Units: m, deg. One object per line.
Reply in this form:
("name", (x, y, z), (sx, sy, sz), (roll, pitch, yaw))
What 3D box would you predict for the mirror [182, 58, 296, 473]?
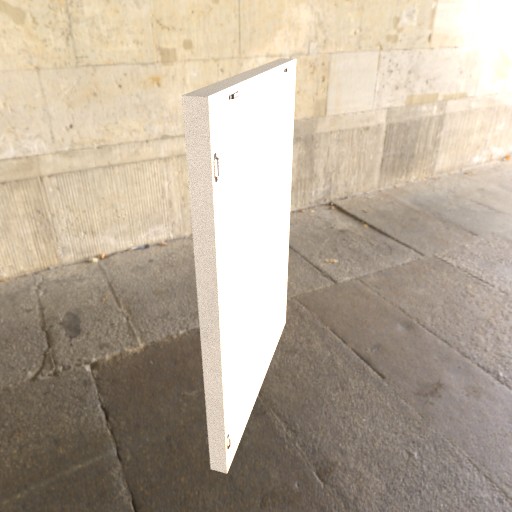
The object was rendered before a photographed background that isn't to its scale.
("mirror", (0.000, 0.000, 0.921), (0.040, 0.710, 0.507), (8, 30, 14))
